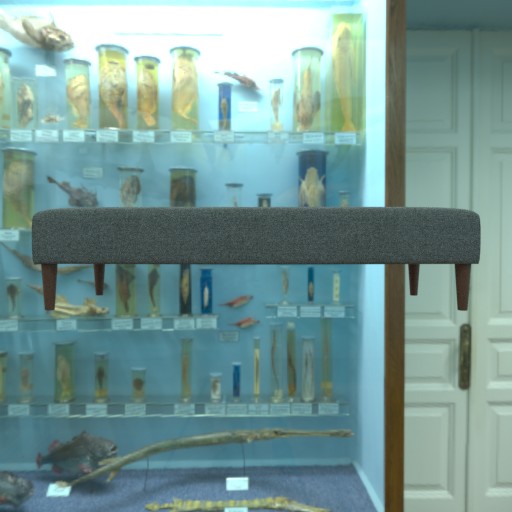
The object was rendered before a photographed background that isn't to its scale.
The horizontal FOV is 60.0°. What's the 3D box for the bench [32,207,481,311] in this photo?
[{"bbox_3d":[0.000,0.000,1.861,1.598,0.384,0.631,0,1,0],"label":"bench"}]
